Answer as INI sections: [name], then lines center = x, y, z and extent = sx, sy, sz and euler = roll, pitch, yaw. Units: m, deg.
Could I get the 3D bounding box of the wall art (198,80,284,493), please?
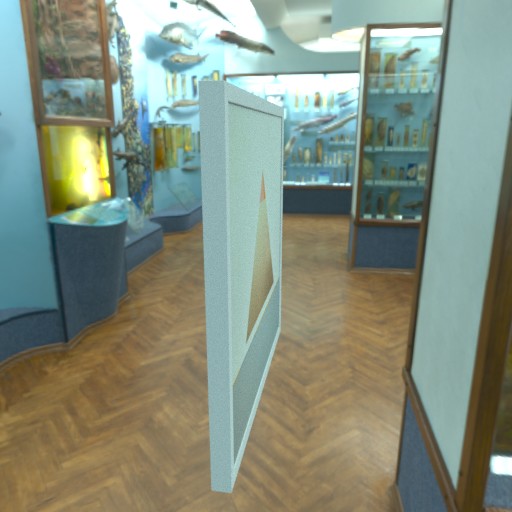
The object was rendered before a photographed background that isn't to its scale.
[wall art]
center = 0.000, 0.000, 1.143
extent = 0.041, 0.765, 0.768
euler = 3, 16, 10
